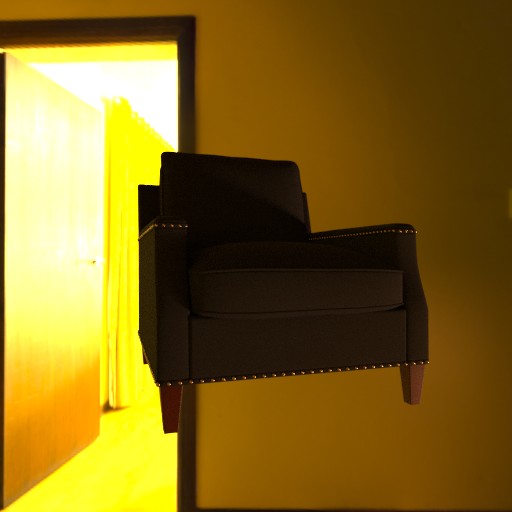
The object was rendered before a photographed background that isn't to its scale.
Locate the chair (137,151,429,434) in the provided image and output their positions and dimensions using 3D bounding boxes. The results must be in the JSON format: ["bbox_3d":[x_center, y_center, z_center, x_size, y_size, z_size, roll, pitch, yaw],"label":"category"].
[{"bbox_3d":[0.000,0.000,1.720,0.853,0.943,1.014,0,-1,-18],"label":"chair"}]
